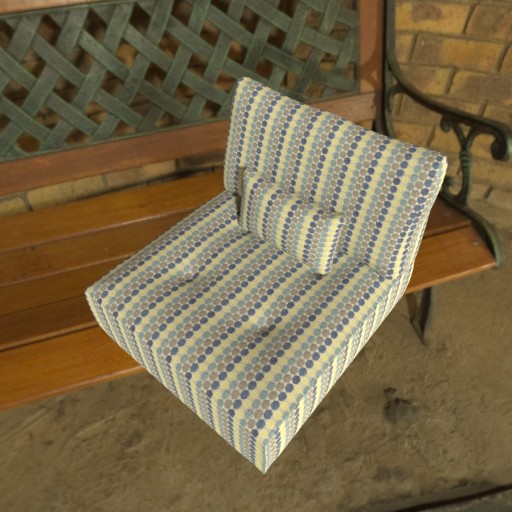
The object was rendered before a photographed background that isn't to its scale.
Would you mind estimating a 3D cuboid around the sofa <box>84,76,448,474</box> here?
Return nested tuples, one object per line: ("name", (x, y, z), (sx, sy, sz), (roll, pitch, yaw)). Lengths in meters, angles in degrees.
("sofa", (0.000, 0.000, 1.700), (0.930, 0.830, 1.000), (32, 55, 26))
